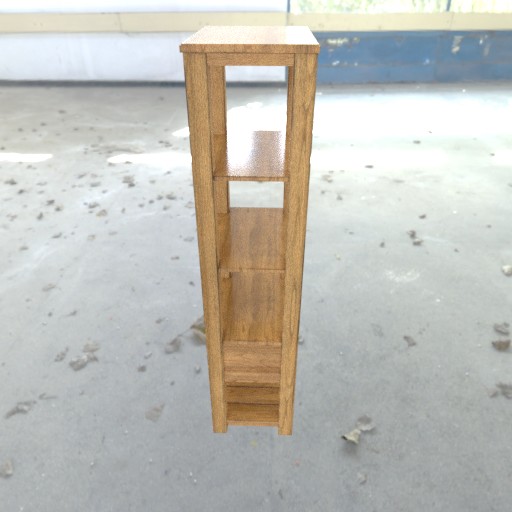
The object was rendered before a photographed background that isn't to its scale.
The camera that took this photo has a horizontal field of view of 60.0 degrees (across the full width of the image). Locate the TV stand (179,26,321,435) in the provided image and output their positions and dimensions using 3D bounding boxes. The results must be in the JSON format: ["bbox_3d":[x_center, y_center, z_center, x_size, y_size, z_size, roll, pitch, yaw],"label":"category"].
[{"bbox_3d":[0.000,0.000,2.029,0.435,1.828,0.565,1,32,2],"label":"TV stand"}]
